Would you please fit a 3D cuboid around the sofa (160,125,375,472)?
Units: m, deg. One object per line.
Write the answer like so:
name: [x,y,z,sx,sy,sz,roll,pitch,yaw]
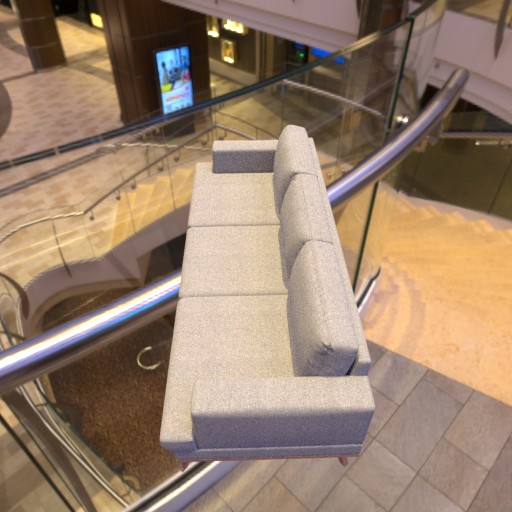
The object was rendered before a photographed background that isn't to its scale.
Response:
sofa: [0.000,0.000,2.752,0.920,0.810,2.310,-1,42,-1]
